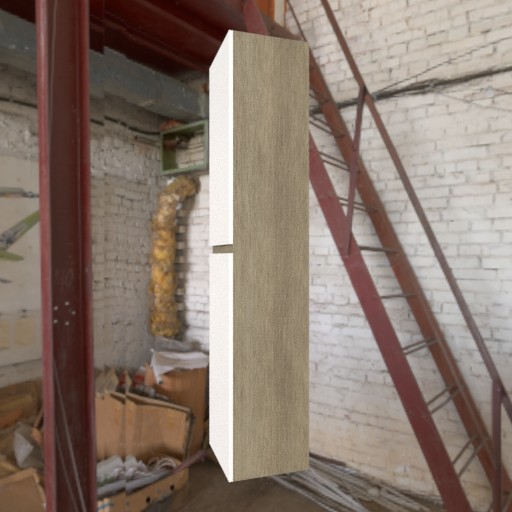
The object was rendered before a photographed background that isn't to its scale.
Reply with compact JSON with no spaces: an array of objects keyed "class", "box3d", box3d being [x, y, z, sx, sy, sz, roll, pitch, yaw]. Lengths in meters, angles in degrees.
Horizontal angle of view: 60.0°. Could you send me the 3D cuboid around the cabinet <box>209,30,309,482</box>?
[{"class":"cabinet","box3d":[0.000,0.000,1.555,0.270,1.400,0.300,0,0,-18]}]
